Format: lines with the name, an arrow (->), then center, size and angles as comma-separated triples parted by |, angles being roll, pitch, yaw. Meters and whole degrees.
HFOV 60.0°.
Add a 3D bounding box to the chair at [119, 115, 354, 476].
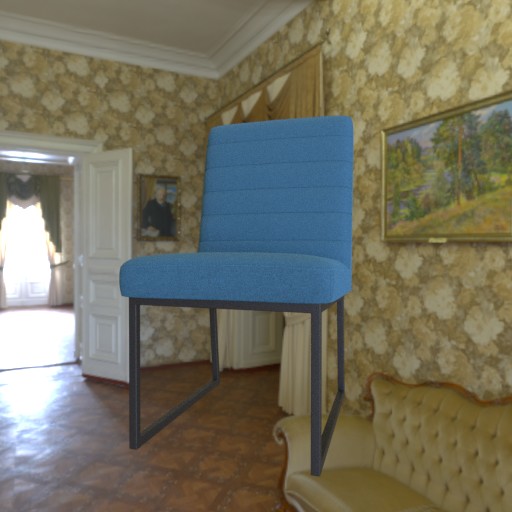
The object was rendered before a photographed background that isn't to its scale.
chair -> 0.000, 0.000, 1.288 | 0.520, 0.930, 0.634 | 0, 1, 17
